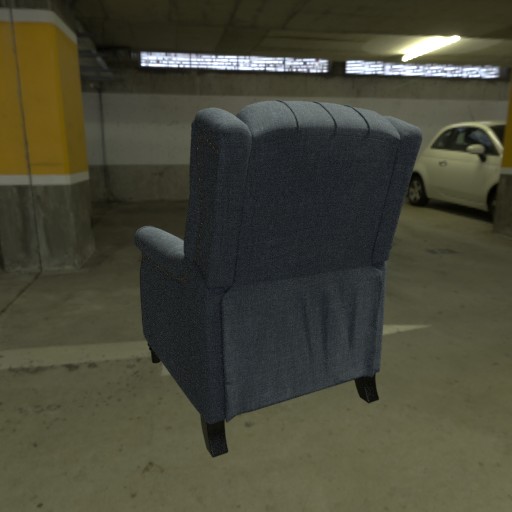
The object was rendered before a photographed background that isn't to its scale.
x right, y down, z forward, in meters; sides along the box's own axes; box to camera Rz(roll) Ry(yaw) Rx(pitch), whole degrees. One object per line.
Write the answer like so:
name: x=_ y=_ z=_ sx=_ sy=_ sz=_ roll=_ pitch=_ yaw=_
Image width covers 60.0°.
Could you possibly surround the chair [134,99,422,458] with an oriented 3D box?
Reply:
chair: x=0.000 y=0.000 z=1.650 sx=0.742 sy=1.035 sz=0.898 roll=-7 pitch=15 yaw=-28
